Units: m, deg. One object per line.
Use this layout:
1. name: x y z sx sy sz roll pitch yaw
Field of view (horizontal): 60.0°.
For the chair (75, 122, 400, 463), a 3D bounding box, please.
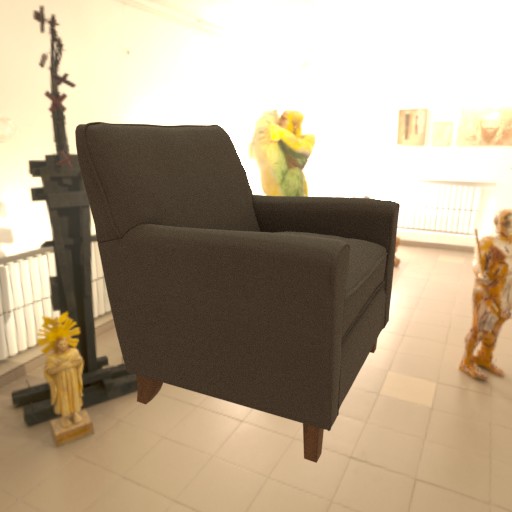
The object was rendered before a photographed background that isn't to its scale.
1. chair: 0.000 0.000 1.578 0.831 0.911 0.836 8 18 26
